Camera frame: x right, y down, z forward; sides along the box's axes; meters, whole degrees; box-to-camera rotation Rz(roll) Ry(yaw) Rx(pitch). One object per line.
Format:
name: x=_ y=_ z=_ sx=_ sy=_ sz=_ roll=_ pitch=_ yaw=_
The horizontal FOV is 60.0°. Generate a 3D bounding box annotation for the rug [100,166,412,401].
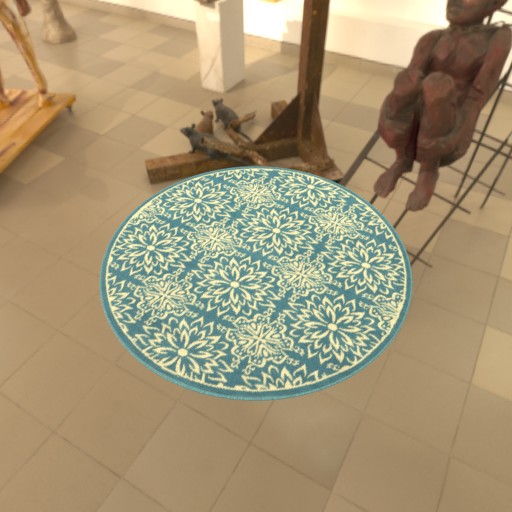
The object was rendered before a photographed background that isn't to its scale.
rug: x=0.000 y=0.000 z=2.322 sx=1.593 sy=0.012 sz=1.593 roll=0 pitch=47 yaw=0
